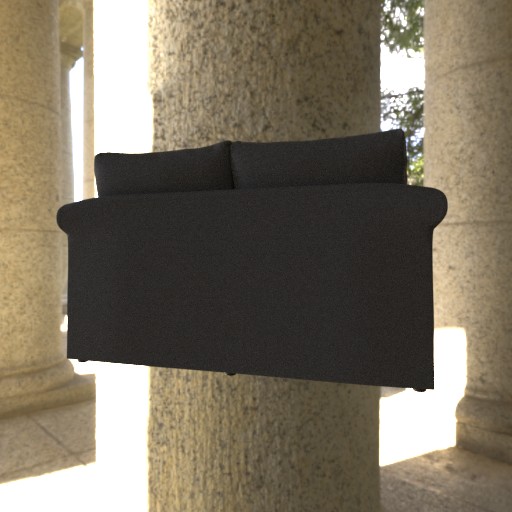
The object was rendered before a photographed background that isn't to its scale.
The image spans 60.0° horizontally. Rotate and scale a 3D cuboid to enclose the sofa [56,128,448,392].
[{"bbox_3d":[0.000,0.000,1.920,1.460,0.872,0.741,0,0,18],"label":"sofa"}]
